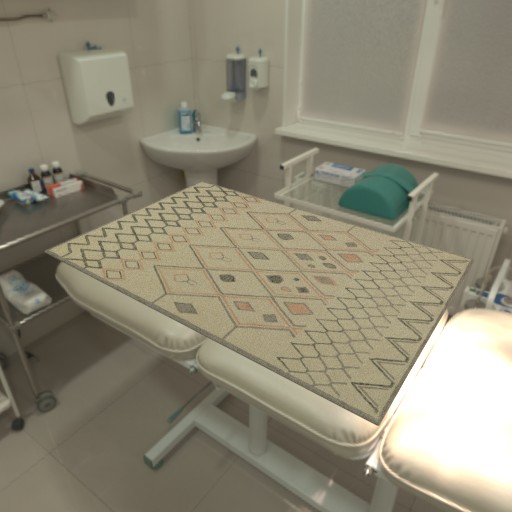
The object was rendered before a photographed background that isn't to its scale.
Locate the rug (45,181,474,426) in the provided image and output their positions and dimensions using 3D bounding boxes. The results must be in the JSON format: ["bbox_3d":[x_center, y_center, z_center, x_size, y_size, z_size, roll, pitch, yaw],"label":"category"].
[{"bbox_3d":[0.000,0.000,2.262,1.829,0.016,1.219,20,36,30],"label":"rug"}]
